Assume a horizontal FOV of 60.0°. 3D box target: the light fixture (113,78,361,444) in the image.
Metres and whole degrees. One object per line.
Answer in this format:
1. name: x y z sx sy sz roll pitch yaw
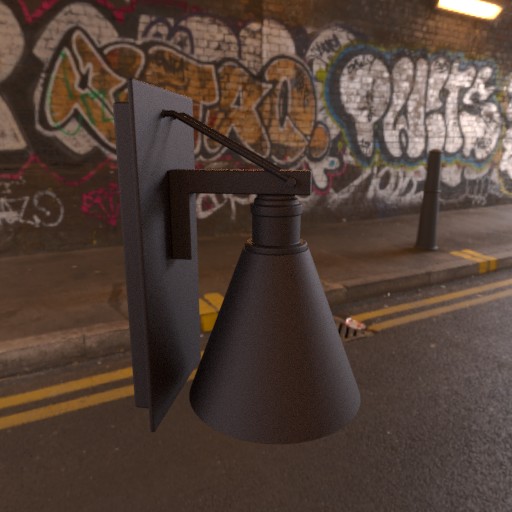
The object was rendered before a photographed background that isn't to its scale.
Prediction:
1. light fixture: 0.000 0.000 0.418 0.207 0.298 0.170 2 14 9
